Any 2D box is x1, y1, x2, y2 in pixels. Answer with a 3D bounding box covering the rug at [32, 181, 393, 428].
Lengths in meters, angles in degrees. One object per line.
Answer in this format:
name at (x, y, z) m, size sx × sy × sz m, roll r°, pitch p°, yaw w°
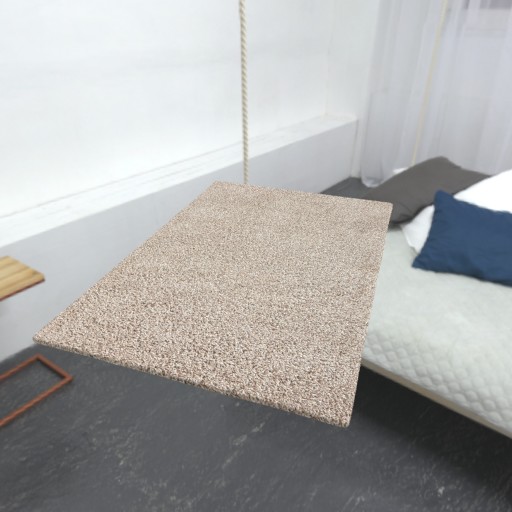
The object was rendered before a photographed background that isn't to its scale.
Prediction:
rug at (0.000, 0.000, 2.258) m, size 1.219 × 0.030 × 1.778 m, roll 10°, pitch 32°, yaw 16°
